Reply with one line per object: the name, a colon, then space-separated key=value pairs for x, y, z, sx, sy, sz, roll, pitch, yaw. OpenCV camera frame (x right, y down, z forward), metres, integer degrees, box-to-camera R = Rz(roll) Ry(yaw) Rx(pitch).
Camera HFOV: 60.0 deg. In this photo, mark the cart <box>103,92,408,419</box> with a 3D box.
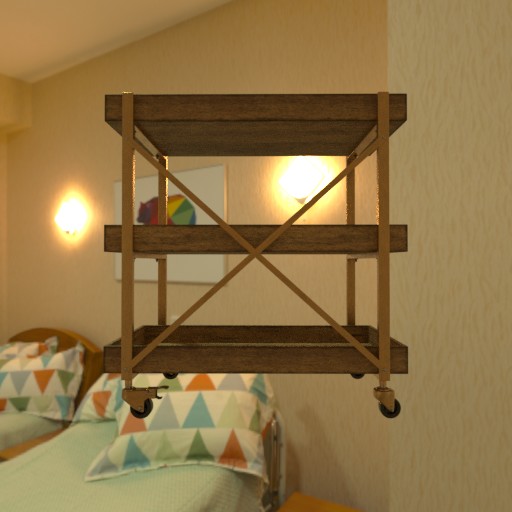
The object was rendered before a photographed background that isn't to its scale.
cart: x=0.000 y=0.000 z=1.276 sx=0.750 sy=0.799 sz=0.416 roll=0 pitch=-1 yaw=0
